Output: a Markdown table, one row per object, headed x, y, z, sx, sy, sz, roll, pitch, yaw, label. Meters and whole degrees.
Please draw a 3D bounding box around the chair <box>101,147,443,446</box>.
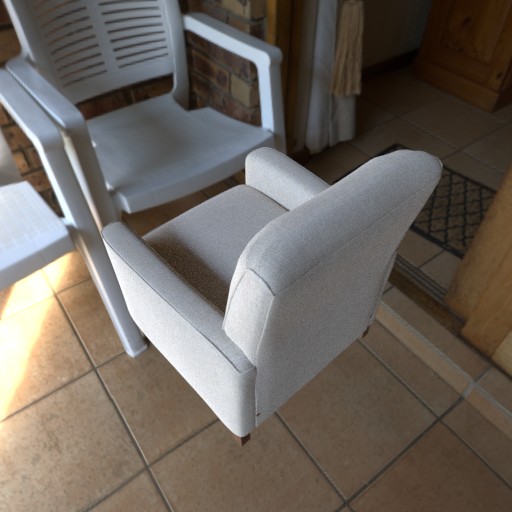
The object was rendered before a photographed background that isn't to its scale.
| x | y | z | sx | sy | sz | roll | pitch | yaw | label |
| --- | --- | --- | --- | --- | --- | --- | --- | --- | --- |
| 0.000 | 0.000 | 1.639 | 0.845 | 1.023 | 0.859 | -33 | 55 | -27 | chair |
